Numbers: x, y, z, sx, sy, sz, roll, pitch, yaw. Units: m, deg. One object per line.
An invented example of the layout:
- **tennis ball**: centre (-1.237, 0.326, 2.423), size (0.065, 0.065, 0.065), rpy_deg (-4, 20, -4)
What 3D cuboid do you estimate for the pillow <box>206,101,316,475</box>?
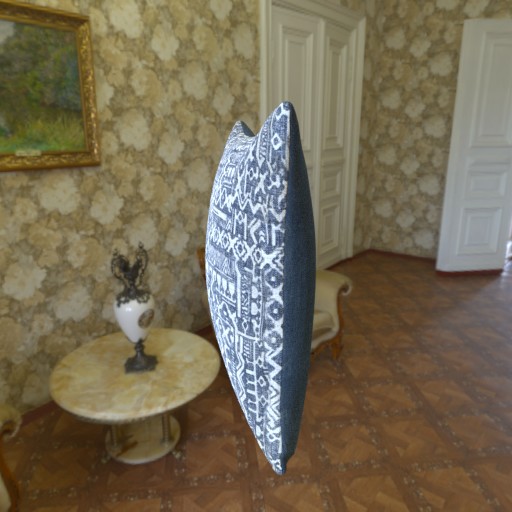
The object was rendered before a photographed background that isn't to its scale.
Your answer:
- **pillow**: centre (0.000, 0.000, 0.794), size (0.180, 0.487, 0.546), rpy_deg (-2, 15, -7)
